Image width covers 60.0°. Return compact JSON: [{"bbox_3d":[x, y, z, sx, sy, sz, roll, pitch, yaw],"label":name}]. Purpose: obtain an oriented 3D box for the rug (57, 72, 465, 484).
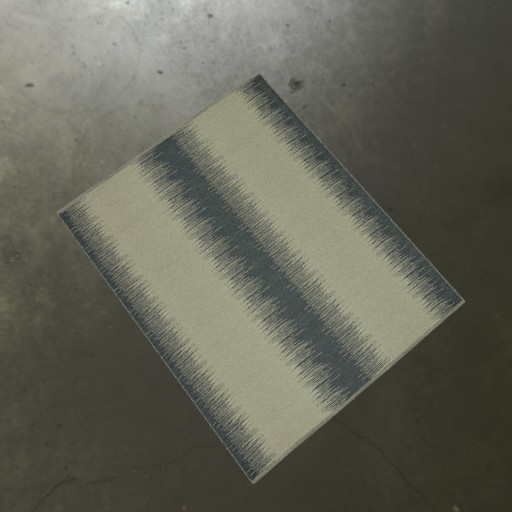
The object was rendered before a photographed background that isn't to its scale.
[{"bbox_3d":[0.000,0.000,4.112,2.453,0.004,3.037,-38,80,-8],"label":"rug"}]
